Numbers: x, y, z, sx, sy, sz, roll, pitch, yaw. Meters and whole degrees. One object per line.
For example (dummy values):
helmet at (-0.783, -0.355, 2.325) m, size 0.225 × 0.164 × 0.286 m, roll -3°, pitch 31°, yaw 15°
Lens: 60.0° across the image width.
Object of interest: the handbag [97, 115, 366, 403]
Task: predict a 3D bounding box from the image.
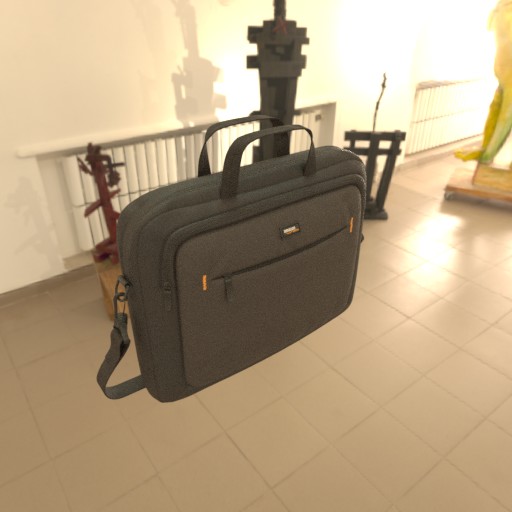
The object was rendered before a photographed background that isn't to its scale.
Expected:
handbag at (0.000, 0.000, 0.425) m, size 0.320 × 0.244 × 0.089 m, roll -21°, pitch 37°, yaw -31°
